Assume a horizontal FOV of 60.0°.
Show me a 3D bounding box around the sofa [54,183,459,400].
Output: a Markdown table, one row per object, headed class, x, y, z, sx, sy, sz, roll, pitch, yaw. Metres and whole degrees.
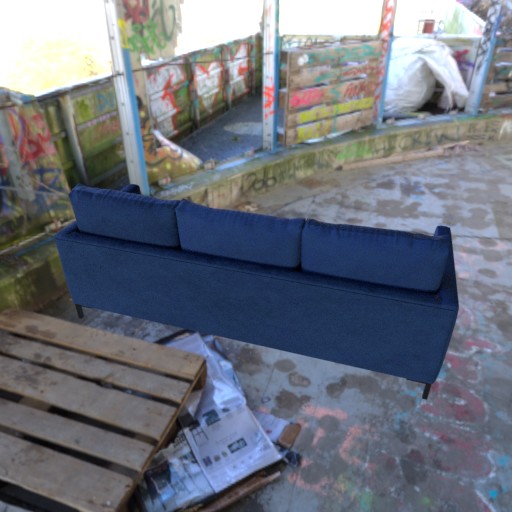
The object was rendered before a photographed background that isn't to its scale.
| class | x | y | z | sx | sy | sz | roll | pitch | yaw |
| --- | --- | --- | --- | --- | --- | --- | --- | --- | --- |
| sofa | 0.000 | 0.000 | 2.747 | 2.252 | 0.879 | 0.875 | 10 | 33 | 15 |
